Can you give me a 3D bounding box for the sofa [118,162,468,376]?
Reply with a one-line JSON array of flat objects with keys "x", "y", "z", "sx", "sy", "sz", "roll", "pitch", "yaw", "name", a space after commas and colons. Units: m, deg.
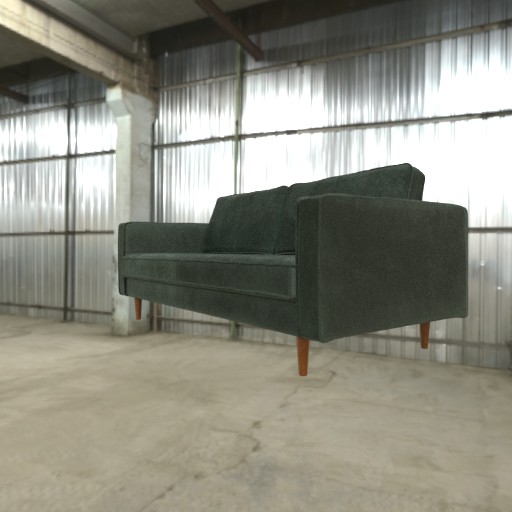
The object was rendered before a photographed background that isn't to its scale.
[{"x": 0.000, "y": 0.000, "z": 2.284, "sx": 0.886, "sy": 0.781, "sz": 1.816, "roll": -1, "pitch": 1, "yaw": -36, "name": "sofa"}]
